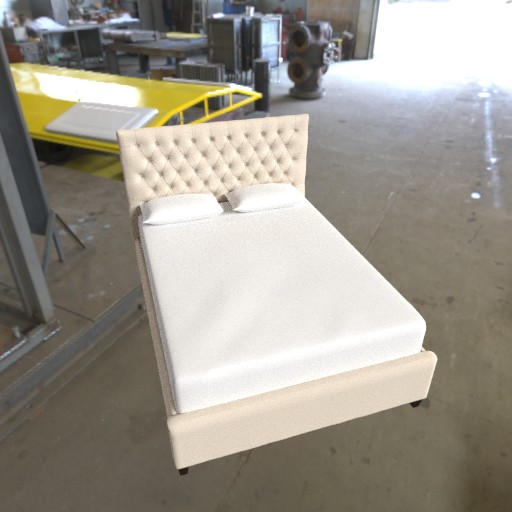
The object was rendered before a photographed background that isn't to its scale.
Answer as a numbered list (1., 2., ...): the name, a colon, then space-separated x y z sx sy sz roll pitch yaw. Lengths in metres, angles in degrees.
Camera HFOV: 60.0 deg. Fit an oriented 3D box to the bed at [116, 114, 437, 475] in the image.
1. bed: 0.000 0.000 3.294 1.696 1.426 2.233 -10 33 -15
